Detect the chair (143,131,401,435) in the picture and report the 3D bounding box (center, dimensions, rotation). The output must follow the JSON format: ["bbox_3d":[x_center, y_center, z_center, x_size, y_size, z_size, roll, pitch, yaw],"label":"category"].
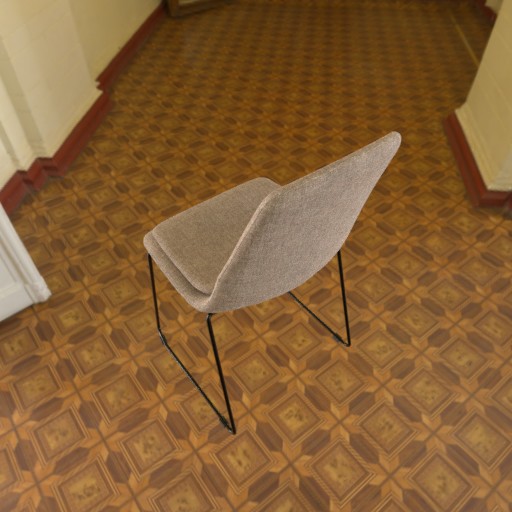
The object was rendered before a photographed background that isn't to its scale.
[{"bbox_3d":[0.000,0.000,1.151,0.479,0.858,0.518,-30,53,-26],"label":"chair"}]
